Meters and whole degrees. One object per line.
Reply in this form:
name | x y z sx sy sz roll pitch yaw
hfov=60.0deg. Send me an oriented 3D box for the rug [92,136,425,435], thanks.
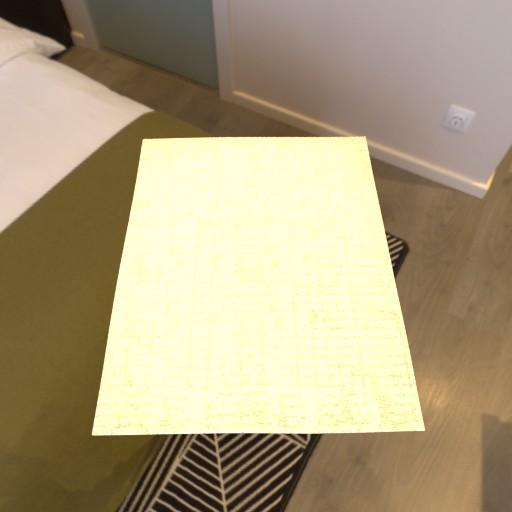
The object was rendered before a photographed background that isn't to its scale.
rug | 0.000 0.000 4.045 2.447 0.014 3.061 -1 58 0
